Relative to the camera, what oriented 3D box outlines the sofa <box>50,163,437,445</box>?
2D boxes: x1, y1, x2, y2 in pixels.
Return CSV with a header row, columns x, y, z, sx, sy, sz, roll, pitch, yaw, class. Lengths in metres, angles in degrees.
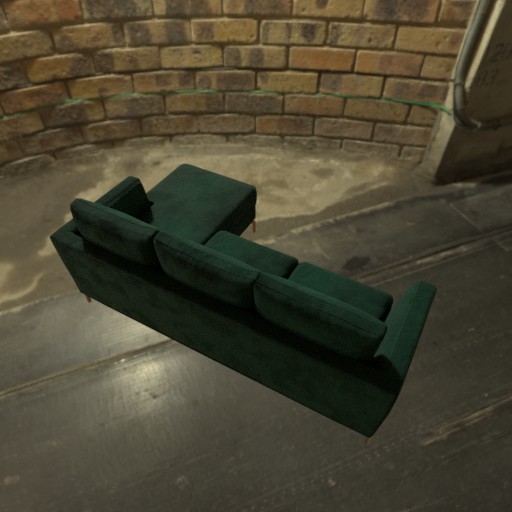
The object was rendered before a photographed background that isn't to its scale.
x,y,z,sx,sy,sz,roll,pitch,yaw,class
0.000,0.000,3.239,2.441,1.007,1.489,21,49,20,sofa
